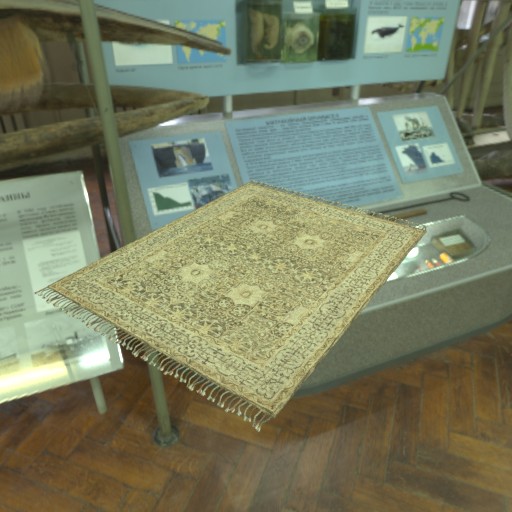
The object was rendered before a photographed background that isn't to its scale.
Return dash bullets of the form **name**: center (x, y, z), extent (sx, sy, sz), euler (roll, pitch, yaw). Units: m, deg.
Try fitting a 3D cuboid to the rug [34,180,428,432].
- **rug**: center (0.000, 0.000, 4.390), extent (2.431, 0.017, 3.291), euler (20, 37, 30)
